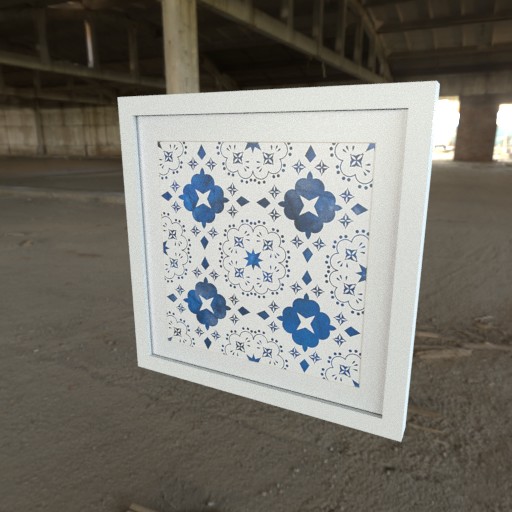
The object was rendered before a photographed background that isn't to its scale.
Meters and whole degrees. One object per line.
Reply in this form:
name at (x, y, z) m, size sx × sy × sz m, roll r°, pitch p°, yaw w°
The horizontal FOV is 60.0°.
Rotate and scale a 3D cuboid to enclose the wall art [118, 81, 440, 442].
wall art at (0.000, 0.000, 0.508) m, size 0.355 × 0.355 × 0.027 m, roll 7°, pitch 17°, yaw 26°
